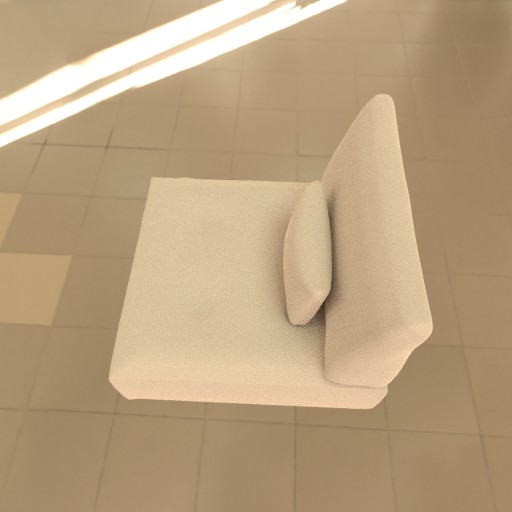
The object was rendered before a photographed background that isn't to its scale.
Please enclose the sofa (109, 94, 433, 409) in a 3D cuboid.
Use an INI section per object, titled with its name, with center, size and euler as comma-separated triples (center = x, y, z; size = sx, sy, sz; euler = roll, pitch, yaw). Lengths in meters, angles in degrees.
[sofa]
center = 0.000, 0.000, 1.684
size = 1.000, 0.828, 0.935
euler = 2, 59, 1
